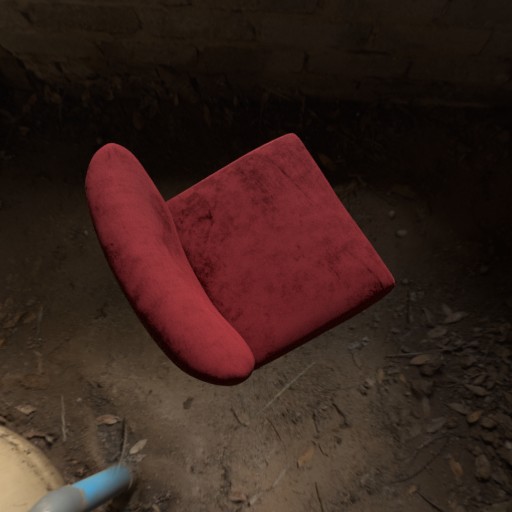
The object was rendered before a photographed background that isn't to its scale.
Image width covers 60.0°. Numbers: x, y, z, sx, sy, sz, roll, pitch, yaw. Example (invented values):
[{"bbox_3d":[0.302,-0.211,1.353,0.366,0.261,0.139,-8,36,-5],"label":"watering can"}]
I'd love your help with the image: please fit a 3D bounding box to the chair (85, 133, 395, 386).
[{"bbox_3d":[0.000,0.000,1.167,0.560,0.824,0.530,-30,78,-7],"label":"chair"}]
